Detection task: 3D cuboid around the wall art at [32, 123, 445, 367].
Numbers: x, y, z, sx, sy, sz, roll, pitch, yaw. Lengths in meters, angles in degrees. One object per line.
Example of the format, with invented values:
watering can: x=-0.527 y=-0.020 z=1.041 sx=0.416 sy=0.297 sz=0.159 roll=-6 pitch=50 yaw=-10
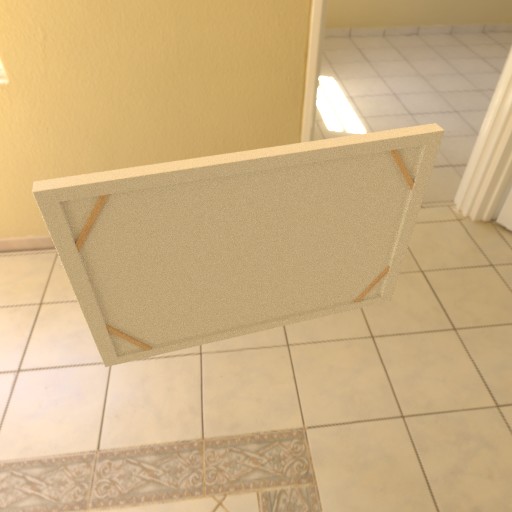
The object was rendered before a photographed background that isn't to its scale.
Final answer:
wall art: x=0.000 y=0.000 z=1.173 sx=0.914 sy=0.609 sz=0.038 roll=-11 pitch=44 yaw=-12
